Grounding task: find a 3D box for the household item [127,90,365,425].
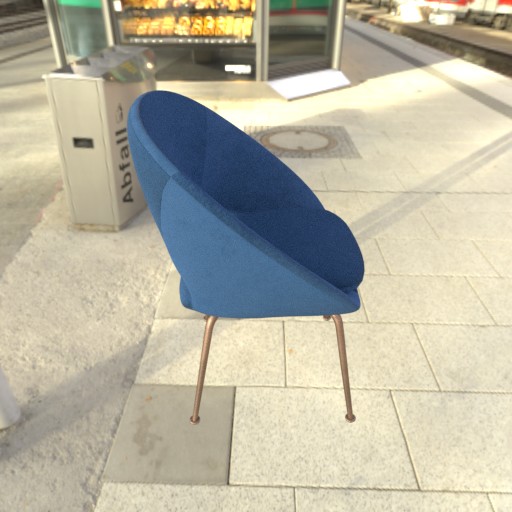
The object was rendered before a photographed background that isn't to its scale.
[{"bbox_3d":[0.000,0.000,1.232,0.573,0.852,0.623,0,32,-1],"label":"household item"}]
